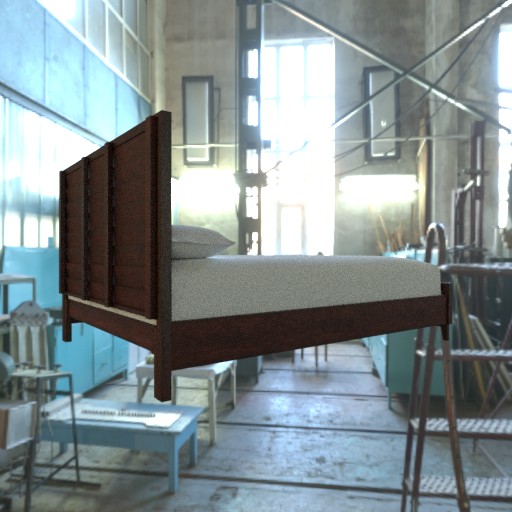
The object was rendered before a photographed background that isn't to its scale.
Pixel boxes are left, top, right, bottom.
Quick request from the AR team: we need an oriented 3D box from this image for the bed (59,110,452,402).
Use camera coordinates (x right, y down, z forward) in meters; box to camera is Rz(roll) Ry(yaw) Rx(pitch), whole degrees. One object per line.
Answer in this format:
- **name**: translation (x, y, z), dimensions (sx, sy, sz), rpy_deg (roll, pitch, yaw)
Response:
- **bed**: translation (0.000, 0.000, 3.884), dimensions (2.803, 1.492, 2.040), rpy_deg (0, 0, -37)
